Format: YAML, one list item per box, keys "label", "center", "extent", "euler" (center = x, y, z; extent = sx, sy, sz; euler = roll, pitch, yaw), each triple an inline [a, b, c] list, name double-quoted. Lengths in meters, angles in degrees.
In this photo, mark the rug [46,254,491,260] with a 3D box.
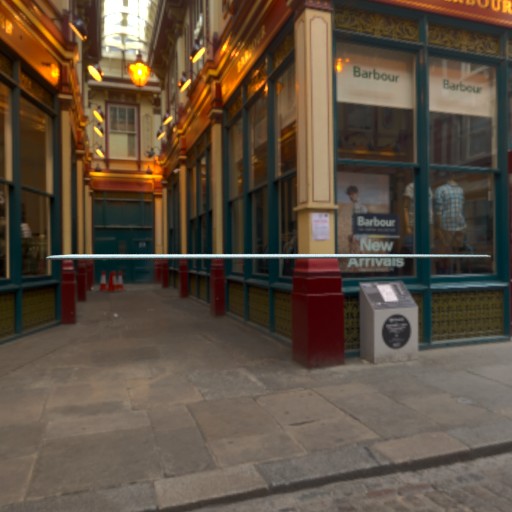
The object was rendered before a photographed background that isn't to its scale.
- label: "rug"
  center: [0.000, 0.000, 2.279]
  extent: [1.840, 0.012, 1.219]
  euler: [0, 0, -20]
